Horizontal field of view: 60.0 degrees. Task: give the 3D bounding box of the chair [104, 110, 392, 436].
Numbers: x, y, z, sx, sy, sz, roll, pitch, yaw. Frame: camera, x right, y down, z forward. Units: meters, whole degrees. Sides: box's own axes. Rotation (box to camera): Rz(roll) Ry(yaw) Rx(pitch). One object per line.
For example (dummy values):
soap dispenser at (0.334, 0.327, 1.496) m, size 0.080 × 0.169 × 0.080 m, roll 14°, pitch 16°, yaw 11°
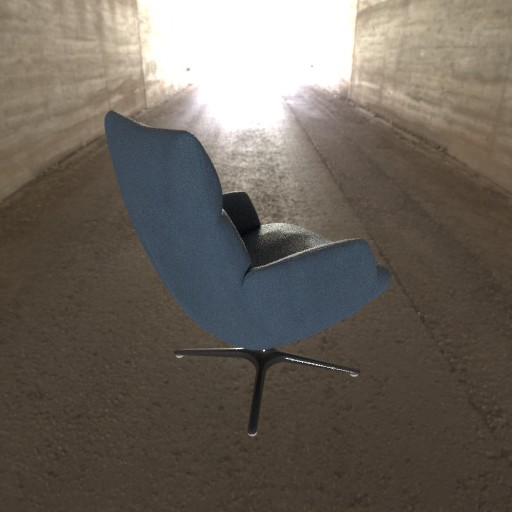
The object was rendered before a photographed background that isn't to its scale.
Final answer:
chair at (0.000, 0.000, 1.605) m, size 0.889 × 1.016 × 0.711 m, roll -17°, pitch 30°, yaw -33°
